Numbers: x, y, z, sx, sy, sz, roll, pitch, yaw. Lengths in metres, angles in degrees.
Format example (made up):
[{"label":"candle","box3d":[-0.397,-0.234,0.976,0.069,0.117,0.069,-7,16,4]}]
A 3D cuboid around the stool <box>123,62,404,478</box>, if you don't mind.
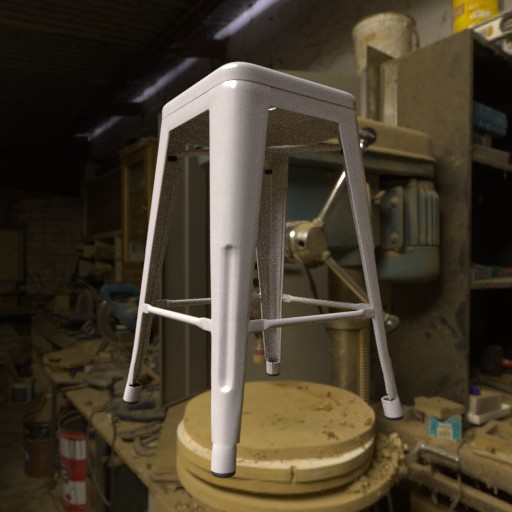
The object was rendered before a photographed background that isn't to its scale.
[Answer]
[{"label":"stool","box3d":[0.000,0.000,0.876,0.406,0.610,0.406,0,0,-35]}]
